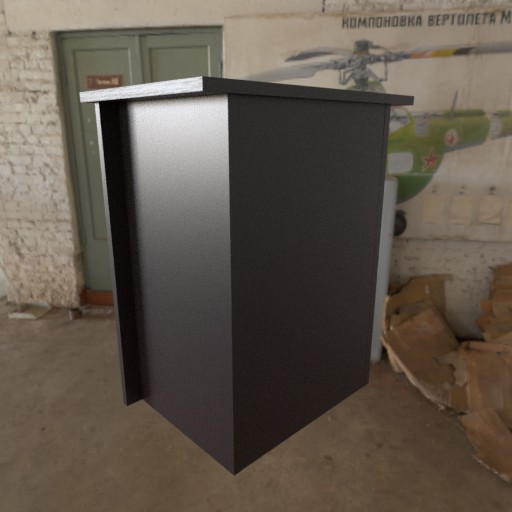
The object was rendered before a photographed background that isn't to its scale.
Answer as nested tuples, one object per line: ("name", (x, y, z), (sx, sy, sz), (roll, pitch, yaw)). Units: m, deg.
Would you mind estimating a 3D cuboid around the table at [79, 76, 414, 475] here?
("table", (0.000, 0.000, 1.036), (0.589, 0.711, 0.408), (-15, 22, -42))
